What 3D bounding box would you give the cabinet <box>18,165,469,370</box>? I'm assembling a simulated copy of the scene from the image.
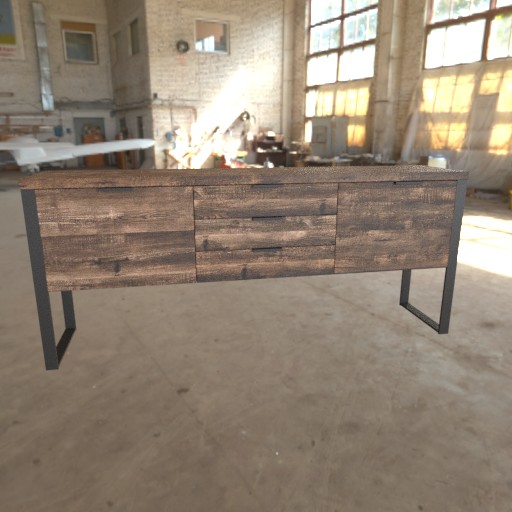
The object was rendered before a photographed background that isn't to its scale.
[{"bbox_3d":[0.000,0.000,2.020,1.800,0.762,0.395,-3,16,-11],"label":"cabinet"}]
